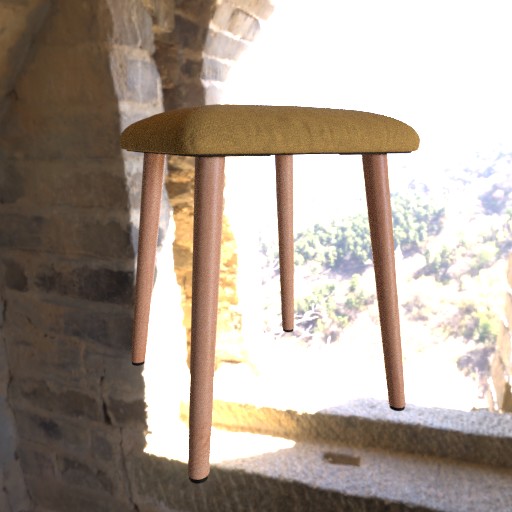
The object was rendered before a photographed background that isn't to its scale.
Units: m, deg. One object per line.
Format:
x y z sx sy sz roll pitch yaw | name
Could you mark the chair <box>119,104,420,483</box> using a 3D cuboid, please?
0.000 0.000 0.692 0.350 0.440 0.350 -7 16 -26 | chair
